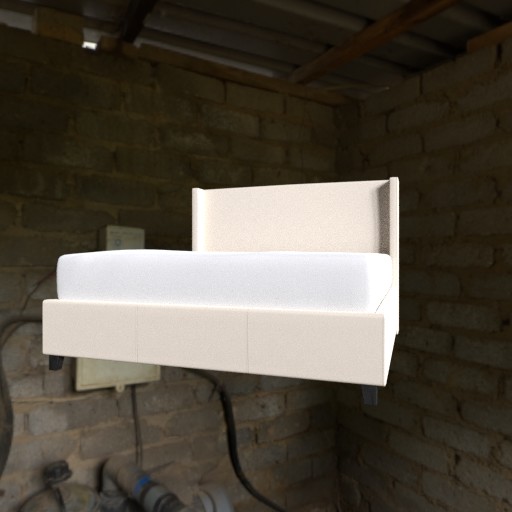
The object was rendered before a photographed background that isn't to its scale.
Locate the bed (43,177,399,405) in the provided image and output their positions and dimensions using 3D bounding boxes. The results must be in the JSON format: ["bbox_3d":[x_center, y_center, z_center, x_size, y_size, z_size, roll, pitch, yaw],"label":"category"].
[{"bbox_3d":[0.000,0.000,3.579,2.145,1.471,2.293,0,0,19],"label":"bed"}]
